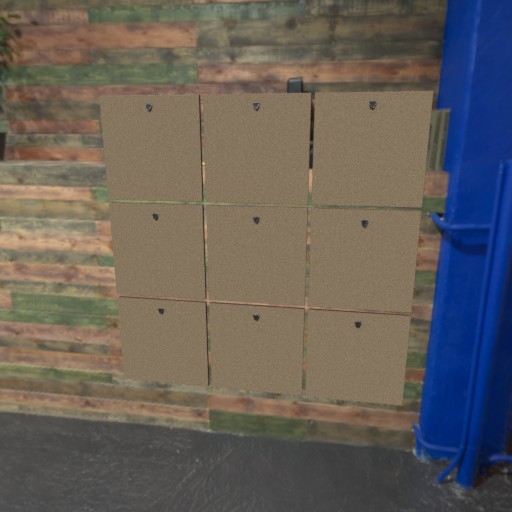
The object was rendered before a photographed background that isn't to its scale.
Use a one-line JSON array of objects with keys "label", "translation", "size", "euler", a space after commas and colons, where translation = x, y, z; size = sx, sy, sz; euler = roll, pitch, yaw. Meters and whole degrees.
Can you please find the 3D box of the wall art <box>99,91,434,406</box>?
[{"label": "wall art", "translation": [0.000, 0.000, 1.311], "size": [0.906, 0.904, 0.018], "euler": [3, 16, 10]}]
